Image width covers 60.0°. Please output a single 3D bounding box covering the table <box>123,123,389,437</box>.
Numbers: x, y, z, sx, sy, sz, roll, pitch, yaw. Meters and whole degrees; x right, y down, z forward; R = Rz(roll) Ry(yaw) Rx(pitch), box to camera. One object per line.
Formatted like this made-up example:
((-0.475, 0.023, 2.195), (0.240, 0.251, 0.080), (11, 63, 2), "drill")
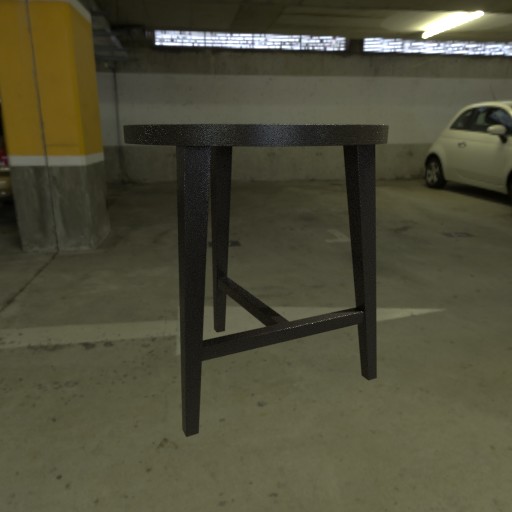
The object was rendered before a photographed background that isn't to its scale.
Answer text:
((0.000, 0.000, 0.940), (0.500, 0.531, 0.500), (0, 16, 0), "table")
